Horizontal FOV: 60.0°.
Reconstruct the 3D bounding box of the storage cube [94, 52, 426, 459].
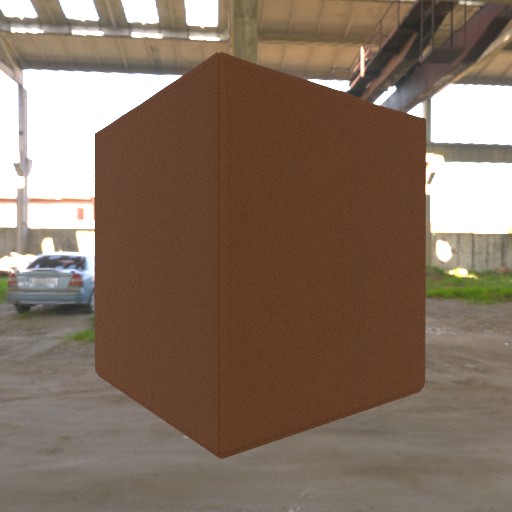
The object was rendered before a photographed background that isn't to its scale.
[{"bbox_3d":[0.000,0.000,0.485,0.270,0.280,0.270,0,1,-38],"label":"storage cube"}]
